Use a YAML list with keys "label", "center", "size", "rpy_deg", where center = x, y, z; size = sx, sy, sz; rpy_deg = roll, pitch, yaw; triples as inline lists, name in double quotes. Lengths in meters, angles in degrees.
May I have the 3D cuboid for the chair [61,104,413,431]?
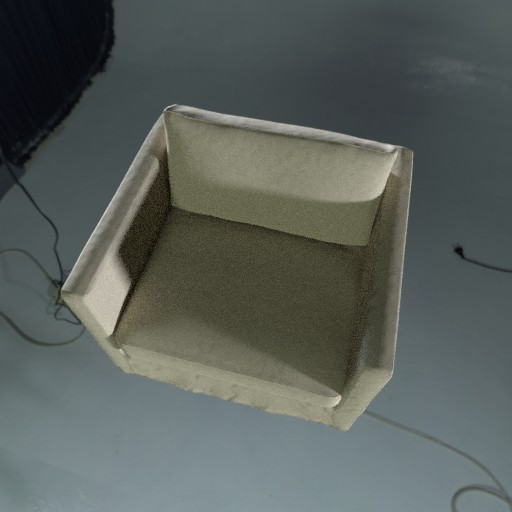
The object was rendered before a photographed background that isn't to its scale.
- label: "chair"
  center: [0.000, 0.000, 1.754]
  size: [1.057, 0.867, 0.949]
  rpy_deg: [12, 58, 8]
